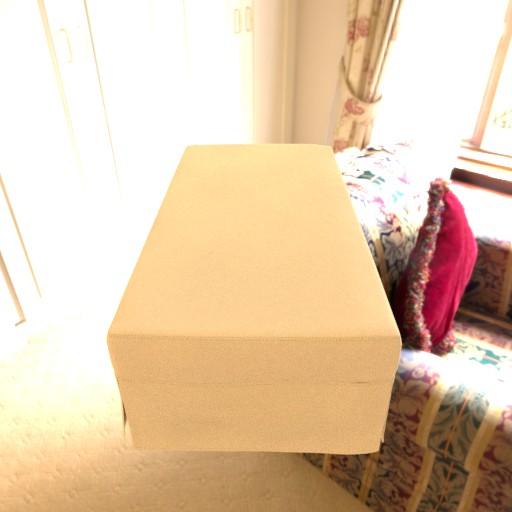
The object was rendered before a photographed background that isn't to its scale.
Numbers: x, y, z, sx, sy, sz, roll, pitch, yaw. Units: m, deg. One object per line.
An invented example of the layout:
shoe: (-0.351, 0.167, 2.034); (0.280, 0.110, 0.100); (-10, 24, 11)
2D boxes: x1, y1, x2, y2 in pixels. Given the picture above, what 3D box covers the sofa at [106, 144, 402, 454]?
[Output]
sofa: (0.000, 0.000, 2.087); (0.939, 0.552, 1.677); (0, 34, 1)
